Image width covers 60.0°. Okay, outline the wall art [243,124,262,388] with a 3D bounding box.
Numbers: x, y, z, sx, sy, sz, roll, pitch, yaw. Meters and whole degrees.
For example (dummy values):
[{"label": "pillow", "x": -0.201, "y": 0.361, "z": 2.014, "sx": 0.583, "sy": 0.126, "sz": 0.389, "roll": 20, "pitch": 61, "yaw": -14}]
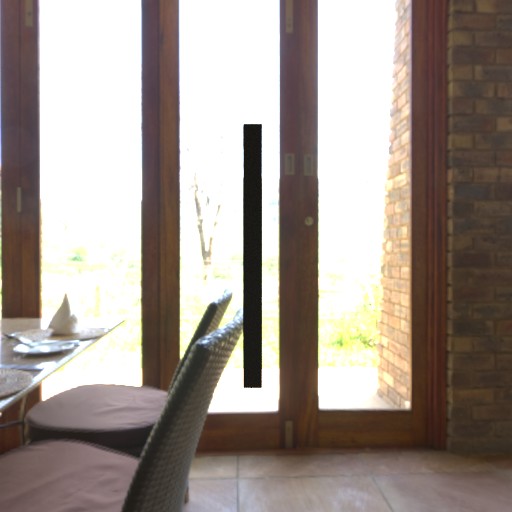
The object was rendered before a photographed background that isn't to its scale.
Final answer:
[{"label": "wall art", "x": 0.000, "y": 0.000, "z": 1.714, "sx": 0.041, "sy": 0.554, "sz": 1.572, "roll": 0, "pitch": 0, "yaw": 1}]
